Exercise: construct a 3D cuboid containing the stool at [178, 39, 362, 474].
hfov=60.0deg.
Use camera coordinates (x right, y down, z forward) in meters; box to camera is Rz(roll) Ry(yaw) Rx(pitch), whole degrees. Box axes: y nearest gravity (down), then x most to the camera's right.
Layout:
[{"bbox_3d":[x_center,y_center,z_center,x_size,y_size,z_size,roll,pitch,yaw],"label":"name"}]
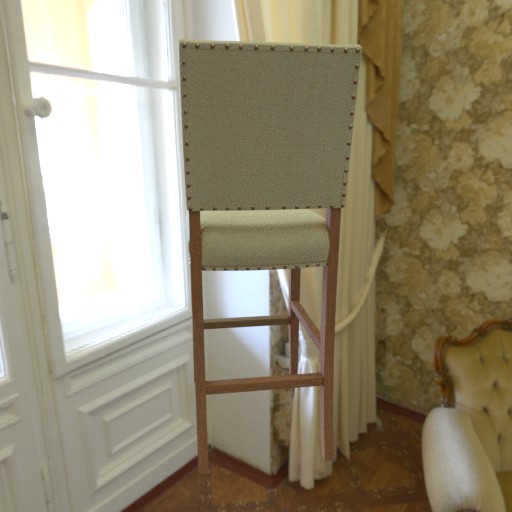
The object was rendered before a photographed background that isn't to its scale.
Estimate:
[{"bbox_3d":[0.000,0.000,1.430,0.445,1.168,0.584,-2,15,-8],"label":"stool"}]
